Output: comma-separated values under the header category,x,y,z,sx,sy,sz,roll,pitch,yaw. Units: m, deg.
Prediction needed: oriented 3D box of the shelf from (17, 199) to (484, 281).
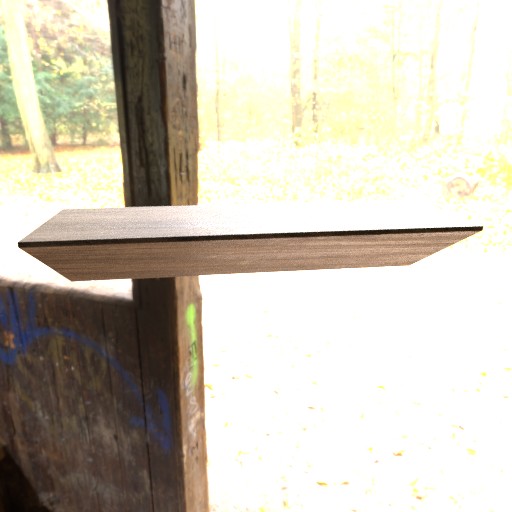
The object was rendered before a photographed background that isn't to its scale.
category,x,y,z,sx,sy,sz,roll,pitch,yaw
shelf,0.000,0.000,0.688,0.610,0.125,0.200,-2,18,-7
